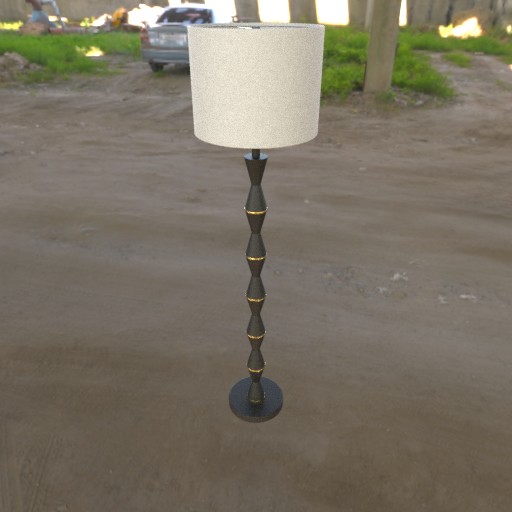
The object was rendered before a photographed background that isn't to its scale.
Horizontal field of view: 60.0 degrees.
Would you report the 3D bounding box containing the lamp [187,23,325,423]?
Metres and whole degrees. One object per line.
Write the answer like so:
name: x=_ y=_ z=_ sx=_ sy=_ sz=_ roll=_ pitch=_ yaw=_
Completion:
lamp: x=0.000 y=0.000 z=1.601 sx=0.381 sy=1.480 sz=0.381 roll=-11 pitch=32 yaw=-19
